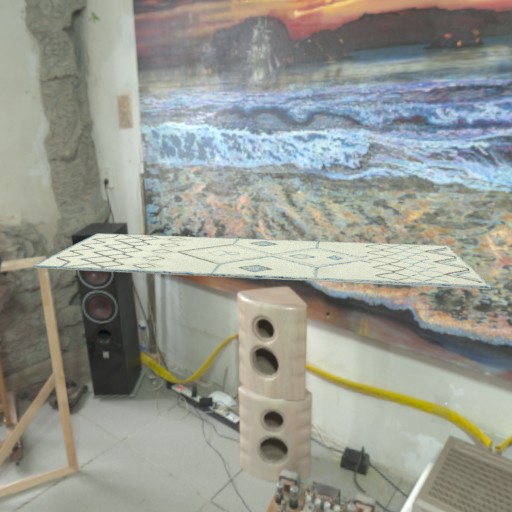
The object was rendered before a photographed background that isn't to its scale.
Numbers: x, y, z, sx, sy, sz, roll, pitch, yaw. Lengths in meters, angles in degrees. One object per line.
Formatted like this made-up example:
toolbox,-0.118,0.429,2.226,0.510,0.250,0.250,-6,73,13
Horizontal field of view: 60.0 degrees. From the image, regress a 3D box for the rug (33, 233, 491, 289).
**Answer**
rug,0.000,0.000,2.692,2.434,0.013,0.770,2,17,8
